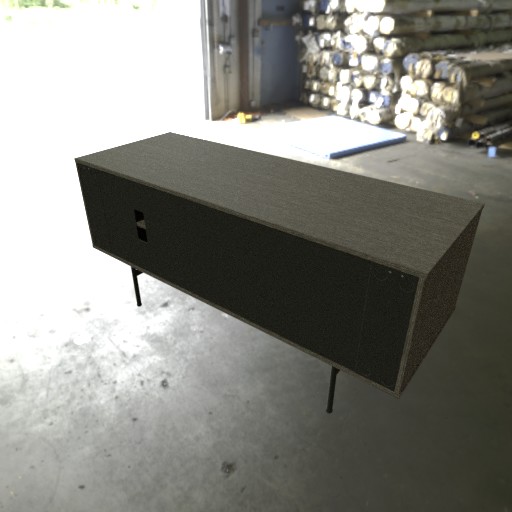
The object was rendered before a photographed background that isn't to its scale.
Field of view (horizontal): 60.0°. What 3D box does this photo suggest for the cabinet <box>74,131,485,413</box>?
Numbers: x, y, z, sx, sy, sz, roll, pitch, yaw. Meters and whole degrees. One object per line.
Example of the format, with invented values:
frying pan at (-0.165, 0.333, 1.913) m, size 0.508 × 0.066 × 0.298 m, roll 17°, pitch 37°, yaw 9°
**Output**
cabinet at (0.000, 0.000, 1.602) m, size 1.300 × 0.599 × 0.500 m, roll 21°, pitch 36°, yaw 32°
